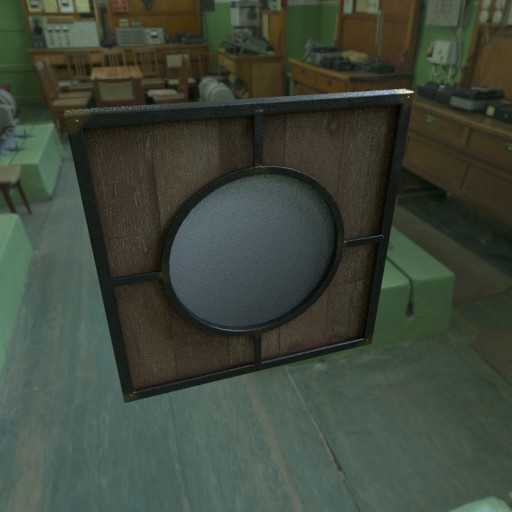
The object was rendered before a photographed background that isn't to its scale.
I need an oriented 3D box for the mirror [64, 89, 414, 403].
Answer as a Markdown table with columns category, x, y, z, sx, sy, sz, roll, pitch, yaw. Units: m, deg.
| category | x | y | z | sx | sy | sz | roll | pitch | yaw |
| --- | --- | --- | --- | --- | --- | --- | --- | --- | --- |
| mirror | 0.000 | 0.000 | 0.564 | 0.382 | 0.381 | 0.020 | -9 | 31 | -16 |
